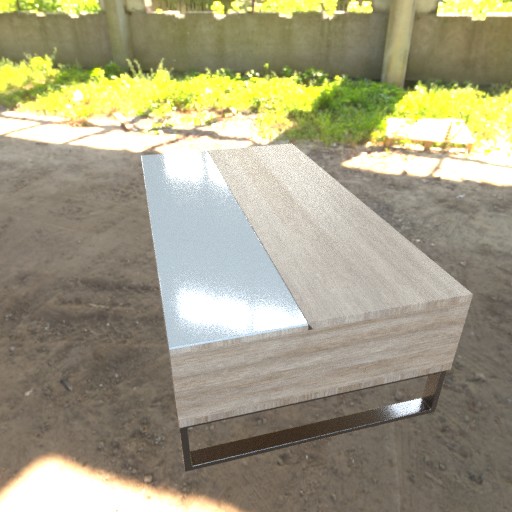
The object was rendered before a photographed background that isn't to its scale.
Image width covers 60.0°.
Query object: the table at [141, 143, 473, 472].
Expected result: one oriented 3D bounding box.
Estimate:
[{"bbox_3d":[0.000,0.000,1.362,0.600,0.350,1.100,-8,31,-13],"label":"table"}]
